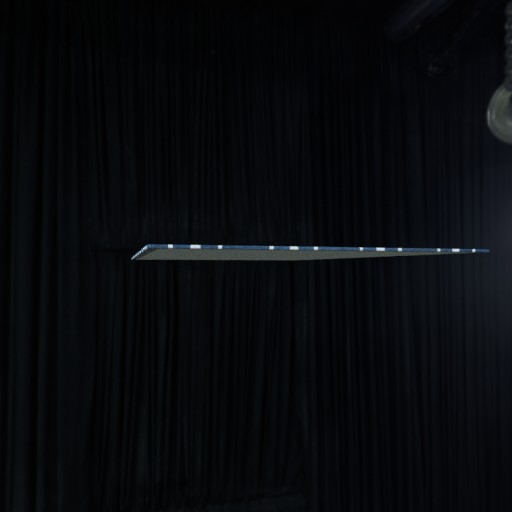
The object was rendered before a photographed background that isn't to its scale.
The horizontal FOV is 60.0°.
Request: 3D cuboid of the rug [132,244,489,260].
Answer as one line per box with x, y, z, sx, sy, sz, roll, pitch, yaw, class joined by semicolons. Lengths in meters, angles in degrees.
0.000;0.000;2.187;1.143;0.010;1.753;0;-2;-17;rug
